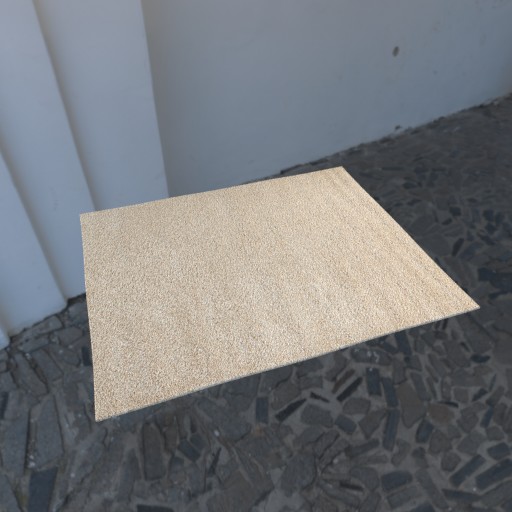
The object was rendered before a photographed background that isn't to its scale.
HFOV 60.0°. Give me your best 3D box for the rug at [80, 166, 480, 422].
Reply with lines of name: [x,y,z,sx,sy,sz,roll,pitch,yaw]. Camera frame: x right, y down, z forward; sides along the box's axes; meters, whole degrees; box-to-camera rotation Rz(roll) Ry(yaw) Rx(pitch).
rug: [0.000,0.000,4.071,3.000,0.026,2.400,-13,42,-14]
